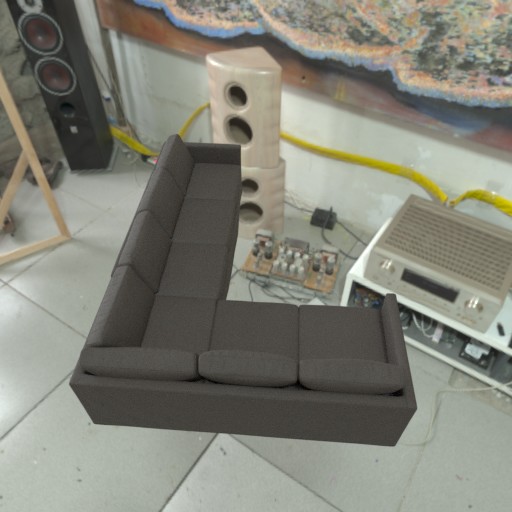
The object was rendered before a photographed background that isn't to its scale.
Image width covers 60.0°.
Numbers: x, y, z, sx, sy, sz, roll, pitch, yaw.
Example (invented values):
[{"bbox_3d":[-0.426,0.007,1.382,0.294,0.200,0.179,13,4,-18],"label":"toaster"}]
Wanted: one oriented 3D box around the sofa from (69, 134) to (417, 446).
[{"bbox_3d":[0.000,0.000,4.308,2.432,0.871,3.182,3,46,3],"label":"sofa"}]
